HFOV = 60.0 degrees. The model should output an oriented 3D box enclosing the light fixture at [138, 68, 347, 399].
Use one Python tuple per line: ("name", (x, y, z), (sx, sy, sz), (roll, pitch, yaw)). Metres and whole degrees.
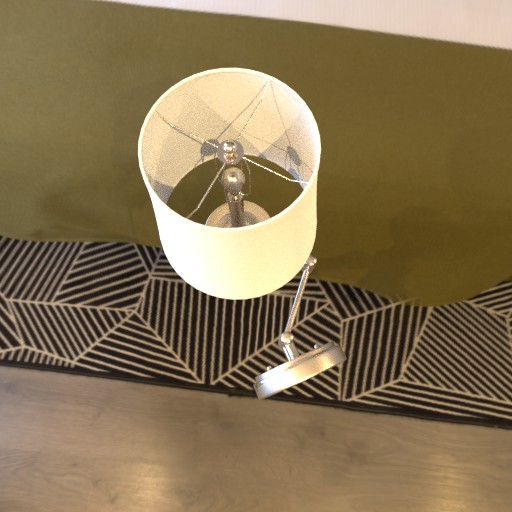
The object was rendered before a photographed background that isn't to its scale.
("light fixture", (0.000, 0.000, 0.594), (0.223, 0.381, 0.348), (-23, 75, -6))
